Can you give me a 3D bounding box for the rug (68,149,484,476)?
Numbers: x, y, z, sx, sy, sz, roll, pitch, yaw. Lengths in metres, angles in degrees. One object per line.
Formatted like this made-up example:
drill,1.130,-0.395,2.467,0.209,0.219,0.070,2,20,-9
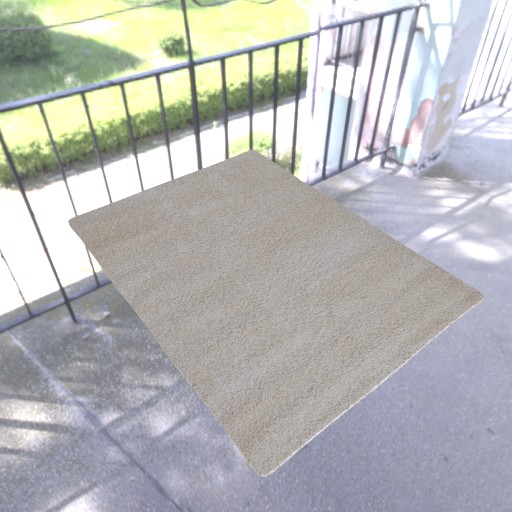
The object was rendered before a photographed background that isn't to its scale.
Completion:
rug,0.000,0.000,2.058,1.199,0.025,1.600,-27,49,-27
